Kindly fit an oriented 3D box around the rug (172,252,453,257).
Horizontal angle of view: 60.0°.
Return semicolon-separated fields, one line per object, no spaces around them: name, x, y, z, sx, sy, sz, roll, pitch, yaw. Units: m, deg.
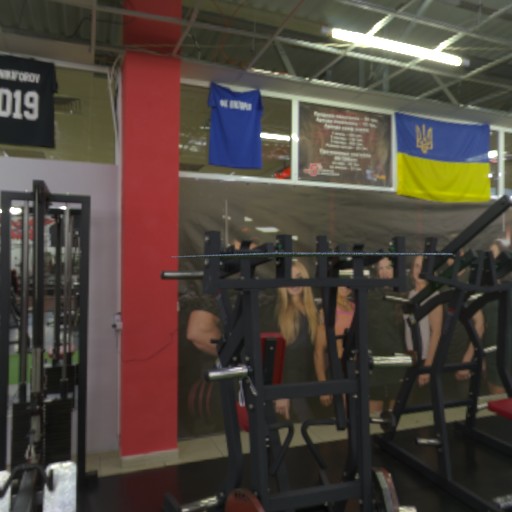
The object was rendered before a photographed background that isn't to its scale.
rug;0.000;0.000;2.654;0.688;0.008;2.443;0;0;-19
